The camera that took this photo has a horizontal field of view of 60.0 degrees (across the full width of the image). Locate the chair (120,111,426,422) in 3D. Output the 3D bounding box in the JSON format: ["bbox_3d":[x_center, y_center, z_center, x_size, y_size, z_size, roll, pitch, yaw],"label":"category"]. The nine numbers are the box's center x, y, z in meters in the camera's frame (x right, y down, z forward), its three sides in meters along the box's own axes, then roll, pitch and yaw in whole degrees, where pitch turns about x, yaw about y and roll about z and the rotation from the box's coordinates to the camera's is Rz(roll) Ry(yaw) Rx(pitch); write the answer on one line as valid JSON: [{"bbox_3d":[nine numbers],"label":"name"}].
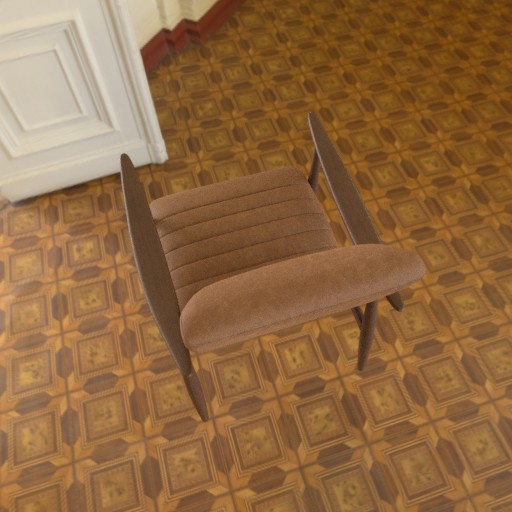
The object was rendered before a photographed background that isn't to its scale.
[{"bbox_3d":[0.000,0.000,1.468,0.741,0.832,0.798,-15,59,-9],"label":"chair"}]
